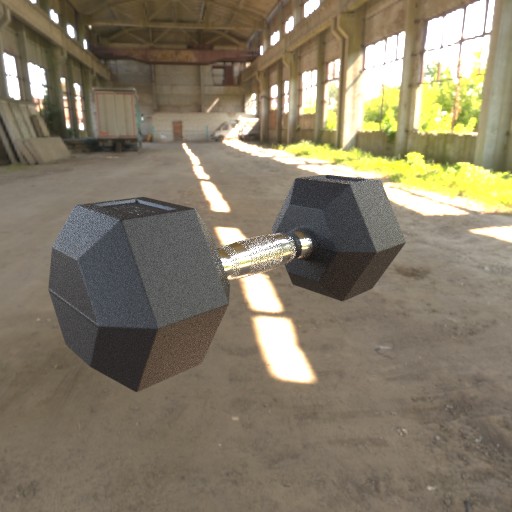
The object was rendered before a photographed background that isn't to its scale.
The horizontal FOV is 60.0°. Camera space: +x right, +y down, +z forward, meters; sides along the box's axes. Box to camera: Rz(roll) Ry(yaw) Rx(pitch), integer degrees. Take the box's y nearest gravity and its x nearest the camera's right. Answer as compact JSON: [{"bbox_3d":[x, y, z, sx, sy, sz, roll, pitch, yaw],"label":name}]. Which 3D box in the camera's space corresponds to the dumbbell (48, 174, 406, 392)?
[{"bbox_3d":[0.000,0.000,0.378,0.315,0.113,0.129,-15,22,-41],"label":"dumbbell"}]
